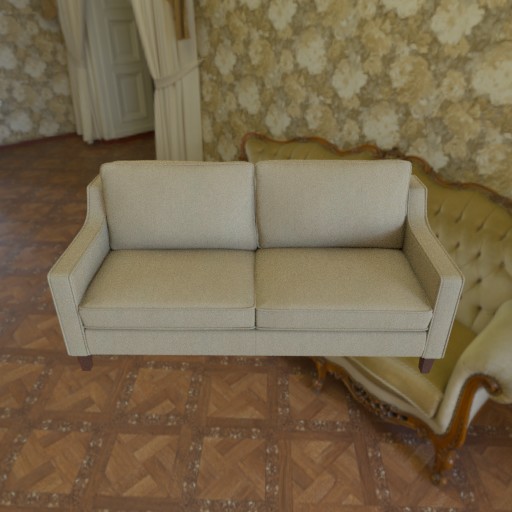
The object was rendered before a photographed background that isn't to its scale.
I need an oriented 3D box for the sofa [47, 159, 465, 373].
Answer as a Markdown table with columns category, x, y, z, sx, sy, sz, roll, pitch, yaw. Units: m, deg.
| category | x | y | z | sx | sy | sz | roll | pitch | yaw |
| --- | --- | --- | --- | --- | --- | --- | --- | --- | --- |
| sofa | 0.000 | 0.000 | 2.811 | 2.178 | 1.071 | 1.066 | 0 | 31 | 1 |
